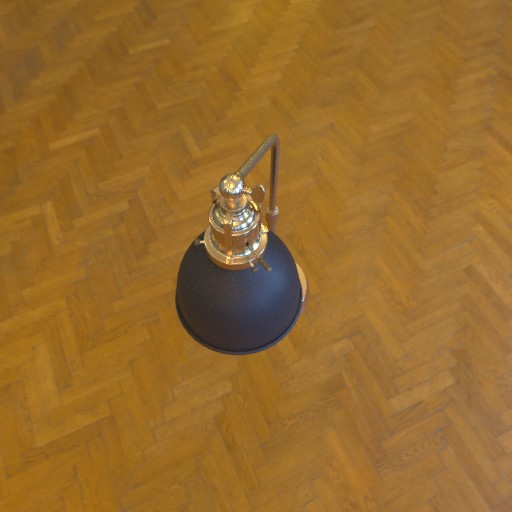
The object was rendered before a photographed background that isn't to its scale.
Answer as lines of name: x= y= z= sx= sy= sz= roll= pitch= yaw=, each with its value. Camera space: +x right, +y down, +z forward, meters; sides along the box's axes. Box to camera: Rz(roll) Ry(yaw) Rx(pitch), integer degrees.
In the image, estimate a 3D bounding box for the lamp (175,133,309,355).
lamp: x=0.000 y=0.000 z=0.599 sx=0.160 sy=0.456 sz=0.291 roll=16 pitch=60 yaw=10
